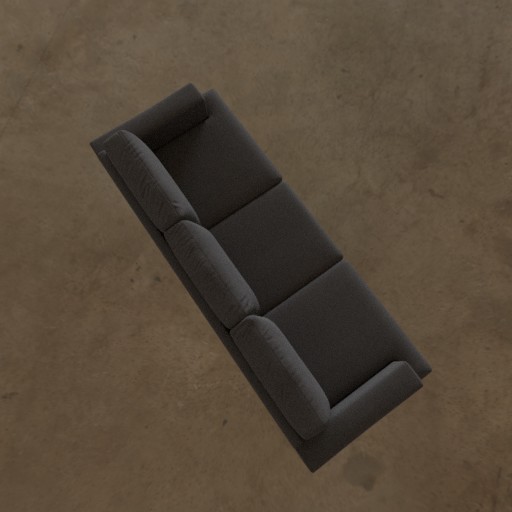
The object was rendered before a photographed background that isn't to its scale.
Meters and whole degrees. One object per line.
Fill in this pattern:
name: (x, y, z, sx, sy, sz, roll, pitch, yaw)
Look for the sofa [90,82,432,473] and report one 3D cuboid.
sofa: (0.000, 0.000, 2.726, 0.920, 0.810, 2.310, -34, 78, -8)
